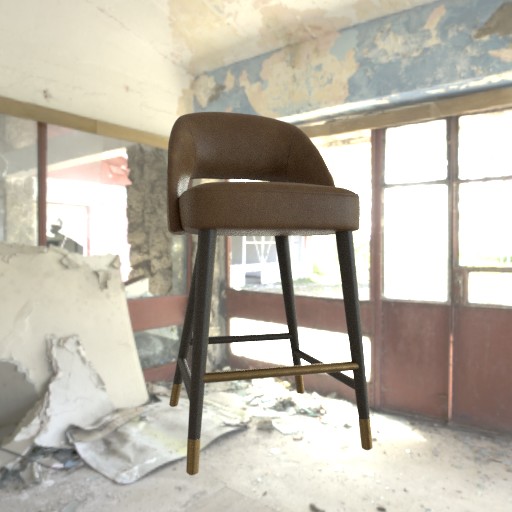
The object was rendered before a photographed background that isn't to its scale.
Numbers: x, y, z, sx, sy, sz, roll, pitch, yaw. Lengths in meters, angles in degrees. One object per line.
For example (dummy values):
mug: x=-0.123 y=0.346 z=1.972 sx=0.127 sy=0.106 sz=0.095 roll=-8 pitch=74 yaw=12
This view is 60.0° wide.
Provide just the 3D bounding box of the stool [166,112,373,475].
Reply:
stool: x=0.000 y=0.000 z=1.251 sx=0.494 sy=0.940 sz=0.509 roll=0 pitch=1 yaw=-16
